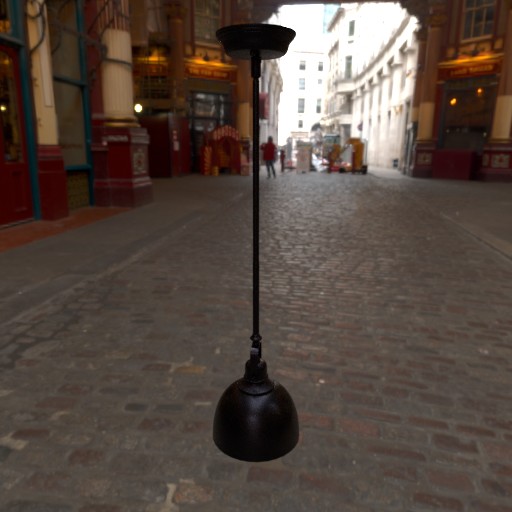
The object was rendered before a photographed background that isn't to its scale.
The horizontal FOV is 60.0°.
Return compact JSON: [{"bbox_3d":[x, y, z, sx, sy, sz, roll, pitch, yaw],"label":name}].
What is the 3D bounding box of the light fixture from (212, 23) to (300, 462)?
[{"bbox_3d":[0.000,0.000,0.837,0.182,0.768,0.182,2,14,8],"label":"light fixture"}]
